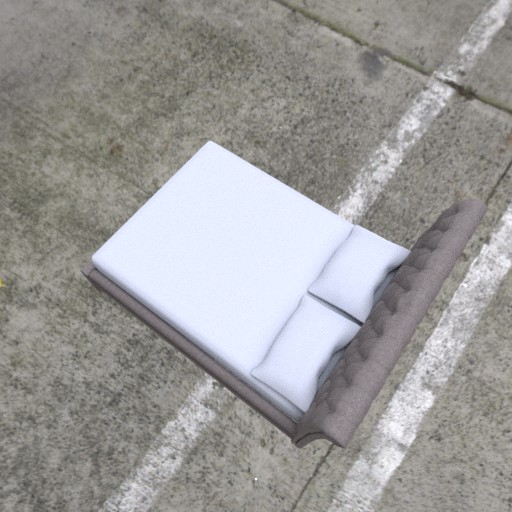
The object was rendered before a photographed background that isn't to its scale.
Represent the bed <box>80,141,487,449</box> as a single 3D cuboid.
[{"bbox_3d":[0.000,0.000,3.229,2.252,1.371,1.645,33,68,15],"label":"bed"}]
